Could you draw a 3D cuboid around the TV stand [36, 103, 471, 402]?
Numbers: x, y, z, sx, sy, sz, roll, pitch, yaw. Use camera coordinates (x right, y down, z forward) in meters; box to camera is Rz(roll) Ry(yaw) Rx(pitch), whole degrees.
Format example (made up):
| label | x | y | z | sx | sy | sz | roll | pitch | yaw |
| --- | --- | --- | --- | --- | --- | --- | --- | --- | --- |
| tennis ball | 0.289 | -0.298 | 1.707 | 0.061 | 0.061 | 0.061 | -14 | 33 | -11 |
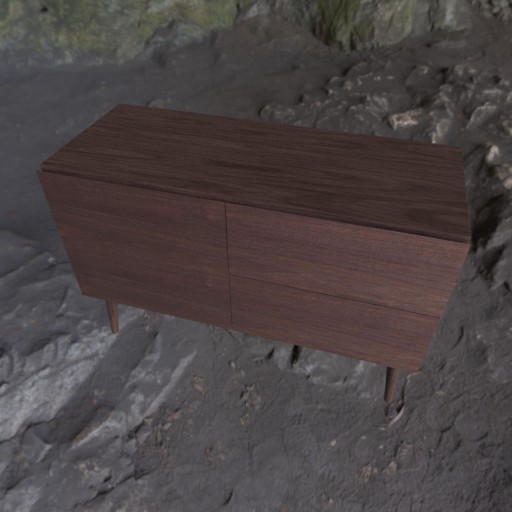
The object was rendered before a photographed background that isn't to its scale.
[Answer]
| label | x | y | z | sx | sy | sz | roll | pitch | yaw |
| --- | --- | --- | --- | --- | --- | --- | --- | --- | --- |
| TV stand | 0.000 | 0.000 | 1.325 | 0.990 | 0.660 | 0.405 | 11 | 43 | 12 |
